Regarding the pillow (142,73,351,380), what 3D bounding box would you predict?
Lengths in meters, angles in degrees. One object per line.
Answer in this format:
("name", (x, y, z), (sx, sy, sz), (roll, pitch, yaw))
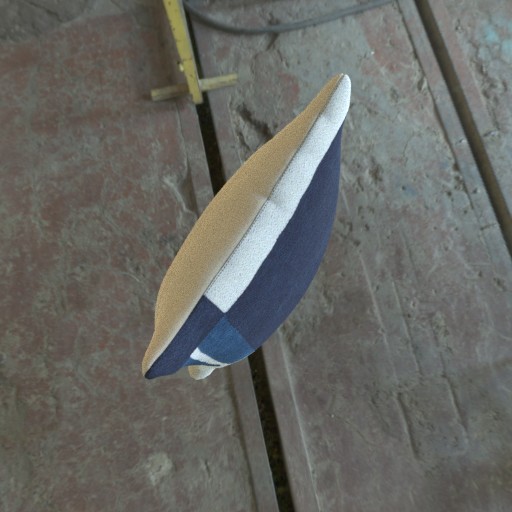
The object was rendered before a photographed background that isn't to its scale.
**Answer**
("pillow", (0.000, 0.000, 0.836), (0.229, 0.506, 0.536), (31, 78, 8))
